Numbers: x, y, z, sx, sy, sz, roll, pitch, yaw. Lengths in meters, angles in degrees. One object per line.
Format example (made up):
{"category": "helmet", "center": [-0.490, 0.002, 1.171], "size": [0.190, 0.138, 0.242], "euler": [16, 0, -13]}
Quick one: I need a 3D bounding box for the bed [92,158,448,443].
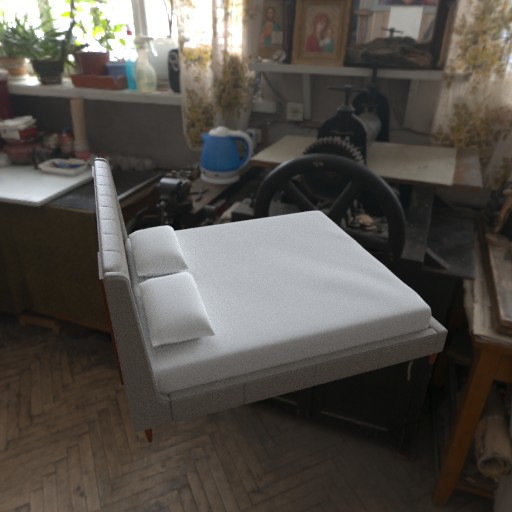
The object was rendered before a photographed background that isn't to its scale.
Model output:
{"category": "bed", "center": [0.000, 0.000, 3.668], "size": [2.342, 1.289, 2.062], "euler": [-10, 31, -16]}
